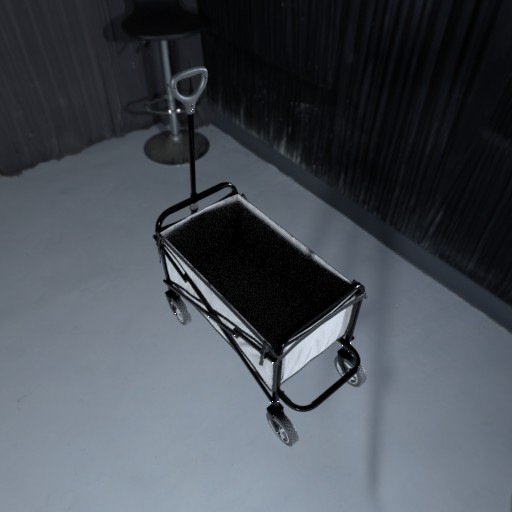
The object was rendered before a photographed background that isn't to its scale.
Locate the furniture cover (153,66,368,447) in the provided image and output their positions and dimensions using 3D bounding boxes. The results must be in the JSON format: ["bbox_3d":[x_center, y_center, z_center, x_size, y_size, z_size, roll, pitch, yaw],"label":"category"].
[{"bbox_3d":[0.000,0.000,1.816,0.532,1.295,1.038,-31,53,-26],"label":"furniture cover"}]
